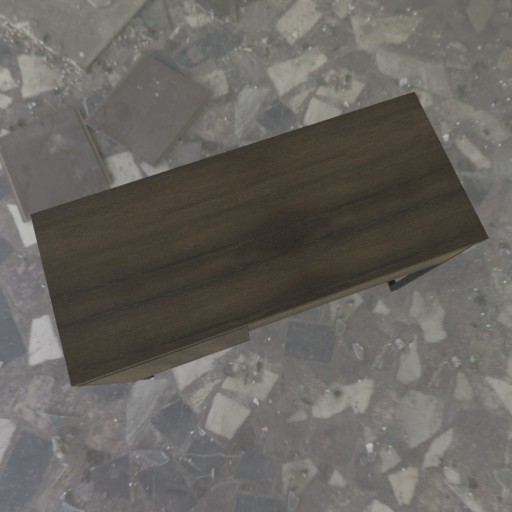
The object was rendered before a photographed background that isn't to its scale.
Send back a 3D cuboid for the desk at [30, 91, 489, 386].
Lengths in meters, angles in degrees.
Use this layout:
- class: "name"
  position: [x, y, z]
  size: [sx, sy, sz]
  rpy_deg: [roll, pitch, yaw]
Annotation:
- class: "desk"
  position: [0.000, 0.000, 1.552]
  size: [1.134, 0.752, 0.511]
  rpy_deg: [-19, 76, -5]
